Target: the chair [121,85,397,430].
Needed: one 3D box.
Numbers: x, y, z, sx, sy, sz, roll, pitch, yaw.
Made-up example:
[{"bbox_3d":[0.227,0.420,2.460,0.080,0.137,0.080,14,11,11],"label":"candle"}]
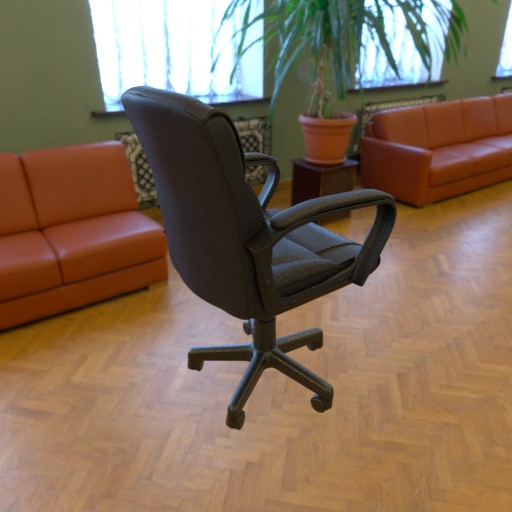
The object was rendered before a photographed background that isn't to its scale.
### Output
[{"bbox_3d":[0.000,0.000,1.354,0.641,0.998,0.576,-18,32,-32],"label":"chair"}]
